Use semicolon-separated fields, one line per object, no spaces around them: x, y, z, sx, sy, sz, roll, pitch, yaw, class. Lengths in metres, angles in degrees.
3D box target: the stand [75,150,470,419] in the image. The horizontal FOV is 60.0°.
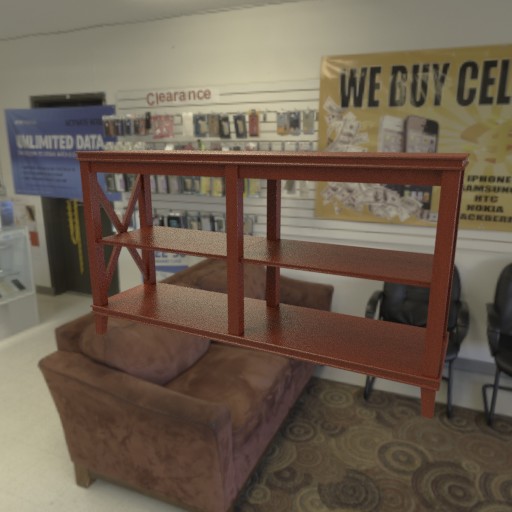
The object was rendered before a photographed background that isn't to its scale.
0.000;0.000;1.671;1.372;0.762;0.381;7;16;26;stand
